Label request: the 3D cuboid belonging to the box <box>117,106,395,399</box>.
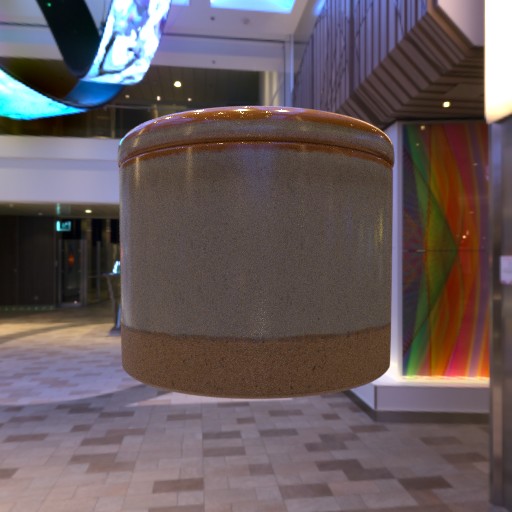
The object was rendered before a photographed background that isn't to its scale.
[{"bbox_3d":[0.000,0.000,0.206,0.123,0.100,0.123,0,-1,0],"label":"box"}]
